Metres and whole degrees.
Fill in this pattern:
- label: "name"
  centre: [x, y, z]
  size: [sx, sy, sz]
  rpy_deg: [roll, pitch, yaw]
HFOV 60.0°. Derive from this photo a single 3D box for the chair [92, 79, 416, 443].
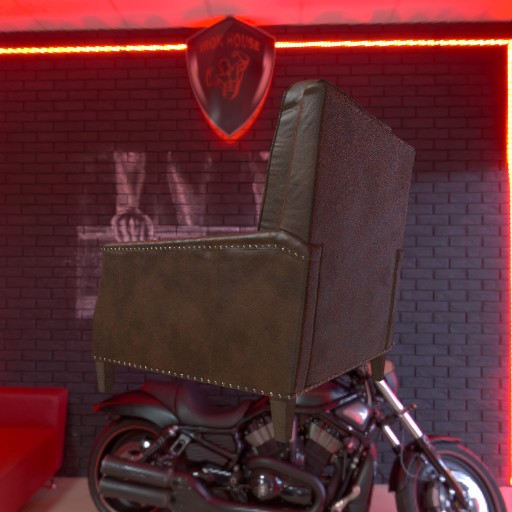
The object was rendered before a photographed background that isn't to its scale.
- label: "chair"
  centre: [0.000, 0.000, 1.786]
  size: [1.035, 1.054, 0.854]
  rpy_deg: [0, -1, 35]
